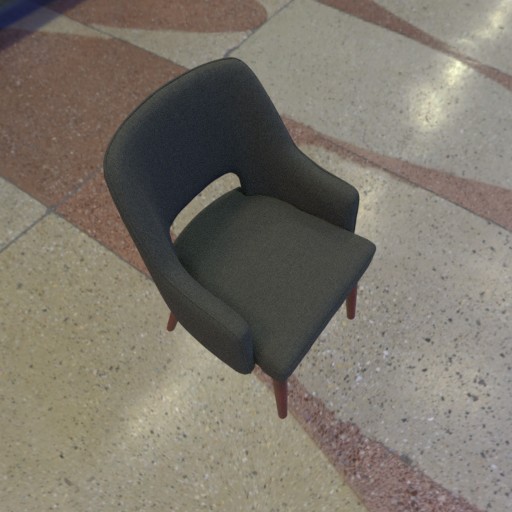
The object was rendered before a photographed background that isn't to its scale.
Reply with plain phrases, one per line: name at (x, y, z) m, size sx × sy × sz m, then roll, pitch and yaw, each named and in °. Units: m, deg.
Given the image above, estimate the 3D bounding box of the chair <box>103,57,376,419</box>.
chair at (0.000, 0.000, 1.227) m, size 0.560 × 0.838 × 0.559 m, roll 32°, pitch 63°, yaw 19°
